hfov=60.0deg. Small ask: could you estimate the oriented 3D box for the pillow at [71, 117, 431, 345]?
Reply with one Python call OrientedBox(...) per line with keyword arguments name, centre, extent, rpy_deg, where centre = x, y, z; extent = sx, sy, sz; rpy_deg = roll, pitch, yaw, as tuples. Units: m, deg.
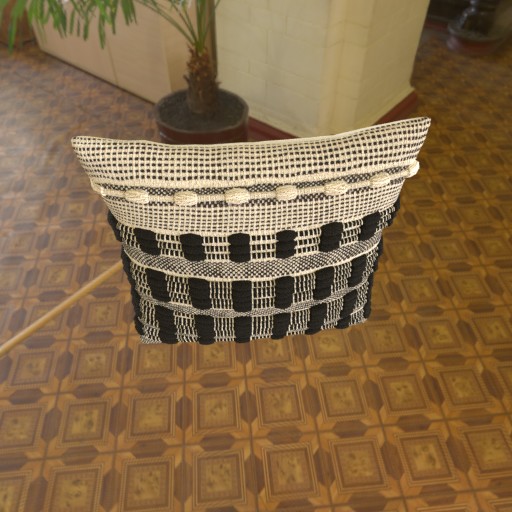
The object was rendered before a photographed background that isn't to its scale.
OrientedBox(name="pillow", centre=(0.000, 0.000, 0.681), extent=(0.436, 0.438, 0.156), rpy_deg=(-4, 47, -4))
